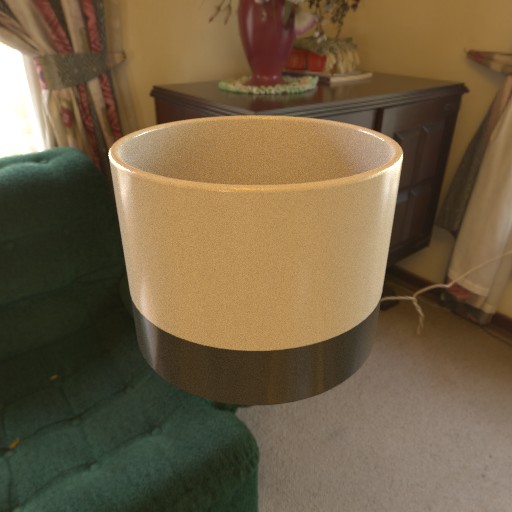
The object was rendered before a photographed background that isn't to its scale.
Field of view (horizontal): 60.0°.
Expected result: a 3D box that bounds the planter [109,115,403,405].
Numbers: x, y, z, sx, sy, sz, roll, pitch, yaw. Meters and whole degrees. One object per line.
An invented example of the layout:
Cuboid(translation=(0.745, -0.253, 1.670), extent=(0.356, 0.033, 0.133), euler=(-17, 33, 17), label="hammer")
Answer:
Cuboid(translation=(0.000, 0.000, 0.343), extent=(0.193, 0.177, 0.193), euler=(0, 28, 0), label="planter")
